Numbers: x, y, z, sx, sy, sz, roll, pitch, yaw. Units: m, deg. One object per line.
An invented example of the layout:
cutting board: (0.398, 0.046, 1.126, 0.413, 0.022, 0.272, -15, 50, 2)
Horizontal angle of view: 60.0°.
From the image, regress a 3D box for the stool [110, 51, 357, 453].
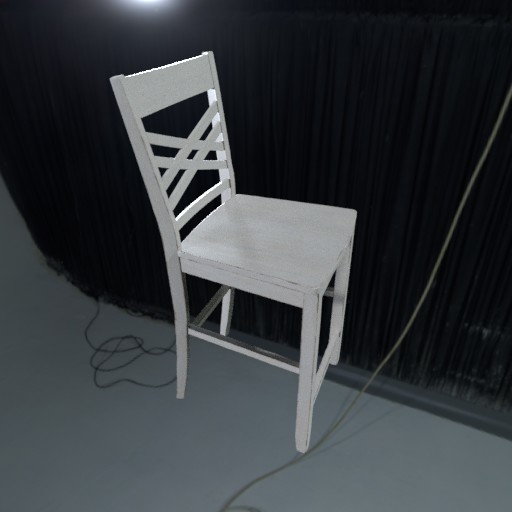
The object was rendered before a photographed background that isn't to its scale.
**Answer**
stool: (0.000, 0.000, 1.361, 0.539, 1.079, 0.462, 12, 34, 19)
